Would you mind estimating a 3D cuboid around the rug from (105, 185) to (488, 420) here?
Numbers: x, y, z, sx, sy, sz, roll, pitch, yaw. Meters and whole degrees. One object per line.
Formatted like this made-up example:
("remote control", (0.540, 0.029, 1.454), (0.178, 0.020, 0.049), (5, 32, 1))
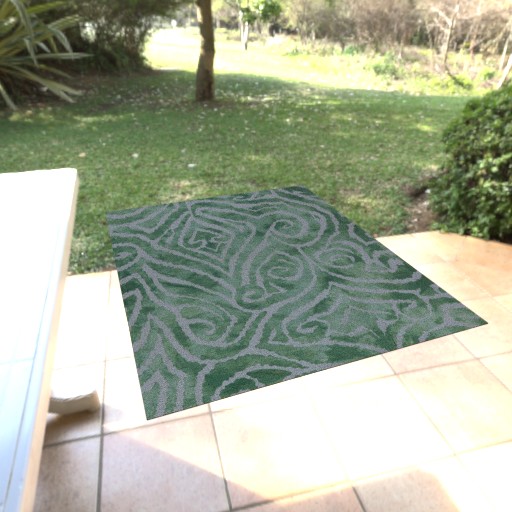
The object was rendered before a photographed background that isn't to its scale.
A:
("rug", (0.000, 0.000, 4.061), (2.436, 0.007, 3.045), (-10, 31, -18))
